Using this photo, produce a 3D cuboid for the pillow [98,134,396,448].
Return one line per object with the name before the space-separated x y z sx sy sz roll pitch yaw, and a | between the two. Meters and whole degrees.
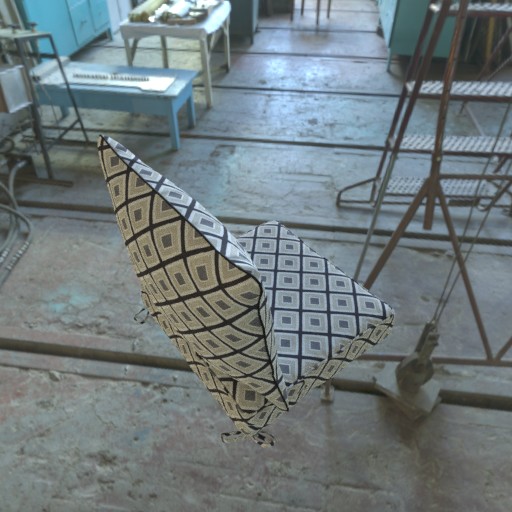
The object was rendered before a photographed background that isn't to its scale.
pillow | 0.000 0.000 1.419 0.733 0.722 0.798 -27 48 -27
